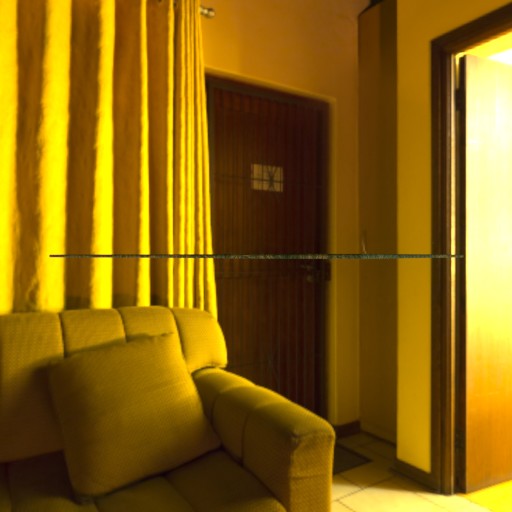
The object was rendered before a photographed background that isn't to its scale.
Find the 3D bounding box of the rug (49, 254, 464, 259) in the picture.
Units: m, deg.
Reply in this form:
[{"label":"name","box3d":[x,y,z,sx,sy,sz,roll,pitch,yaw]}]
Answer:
[{"label":"rug","box3d":[0.000,0.000,4.289,3.217,0.027,2.405,0,0,37]}]
